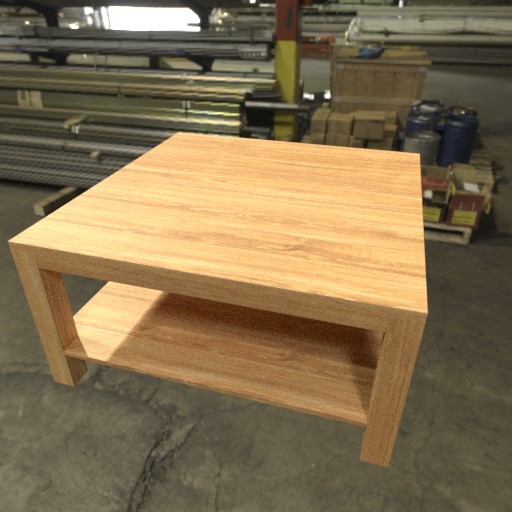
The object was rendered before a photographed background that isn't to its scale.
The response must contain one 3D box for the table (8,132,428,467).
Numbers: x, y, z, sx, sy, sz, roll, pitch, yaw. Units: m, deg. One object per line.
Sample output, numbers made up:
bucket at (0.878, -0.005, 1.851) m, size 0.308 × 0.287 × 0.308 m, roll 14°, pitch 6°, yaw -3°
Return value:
table at (0.000, 0.000, 1.374) m, size 0.900 × 0.450 × 0.900 m, roll 9°, pitch 33°, yaw 14°
